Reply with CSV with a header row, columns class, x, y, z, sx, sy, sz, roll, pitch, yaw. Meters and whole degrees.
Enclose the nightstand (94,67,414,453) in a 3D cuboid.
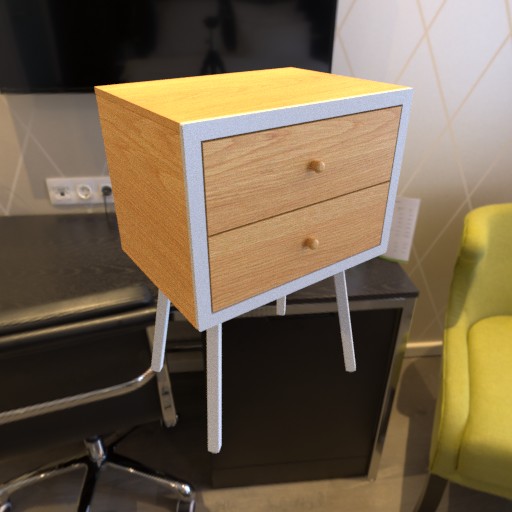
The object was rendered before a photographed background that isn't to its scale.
class,x,y,z,sx,sy,sz,roll,pitch,yaw
nightstand,0.000,0.000,0.837,0.400,0.601,0.316,-20,35,-30
